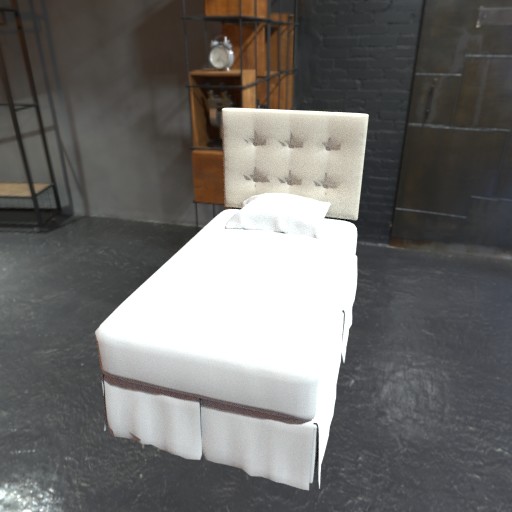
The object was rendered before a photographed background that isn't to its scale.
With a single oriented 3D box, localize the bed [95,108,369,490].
[{"bbox_3d":[0.000,0.000,2.891,1.261,1.571,1.997,8,27,15],"label":"bed"}]
